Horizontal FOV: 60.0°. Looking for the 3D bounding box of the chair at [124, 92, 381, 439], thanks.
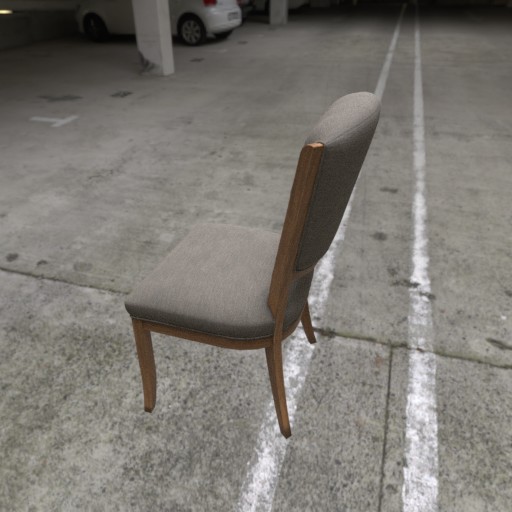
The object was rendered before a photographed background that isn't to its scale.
[{"bbox_3d":[0.000,0.000,1.279,0.584,0.905,0.513,8,30,14],"label":"chair"}]
